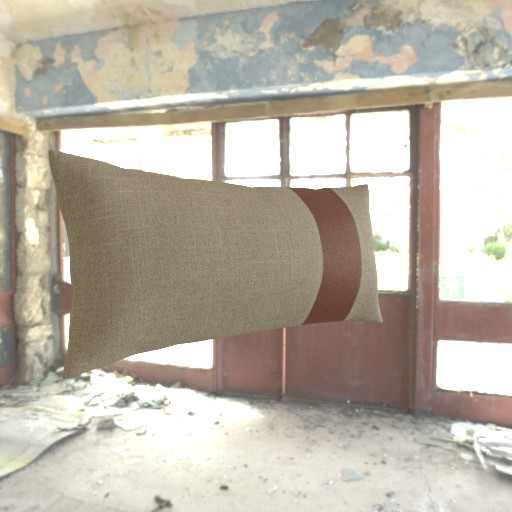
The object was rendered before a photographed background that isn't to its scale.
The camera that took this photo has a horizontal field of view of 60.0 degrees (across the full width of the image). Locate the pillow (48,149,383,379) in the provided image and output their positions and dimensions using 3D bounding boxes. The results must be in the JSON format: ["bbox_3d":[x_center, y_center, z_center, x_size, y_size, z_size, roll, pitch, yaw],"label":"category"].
[{"bbox_3d":[0.000,0.000,0.725,0.612,0.282,0.155,-2,3,-36],"label":"pillow"}]
